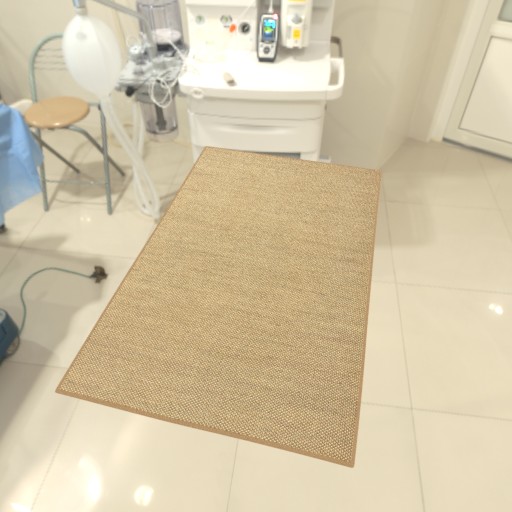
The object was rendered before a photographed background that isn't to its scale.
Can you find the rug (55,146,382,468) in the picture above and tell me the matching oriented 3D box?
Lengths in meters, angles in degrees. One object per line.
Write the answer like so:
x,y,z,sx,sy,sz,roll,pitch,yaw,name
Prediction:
0.000,0.000,2.047,1.061,0.012,1.668,10,46,10,rug
